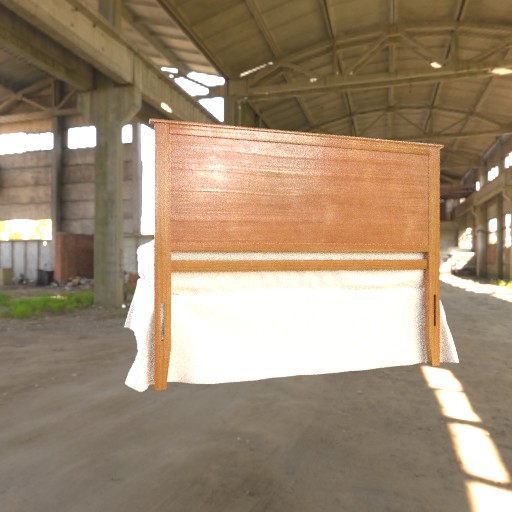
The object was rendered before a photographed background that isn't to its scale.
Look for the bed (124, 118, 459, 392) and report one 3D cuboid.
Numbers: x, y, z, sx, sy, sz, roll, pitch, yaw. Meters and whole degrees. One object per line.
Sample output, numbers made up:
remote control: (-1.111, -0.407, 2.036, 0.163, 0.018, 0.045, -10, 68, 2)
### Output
bed: (0.000, 0.000, 3.253, 1.870, 1.273, 2.035, 0, 0, -17)
